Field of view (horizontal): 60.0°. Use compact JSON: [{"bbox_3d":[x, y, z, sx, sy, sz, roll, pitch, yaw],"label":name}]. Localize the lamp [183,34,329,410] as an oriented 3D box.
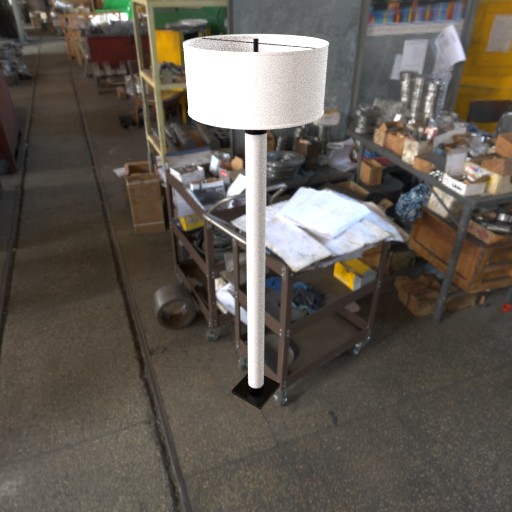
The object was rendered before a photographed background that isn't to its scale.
[{"bbox_3d":[0.000,0.000,1.666,0.420,1.475,0.420,20,37,29],"label":"lamp"}]
